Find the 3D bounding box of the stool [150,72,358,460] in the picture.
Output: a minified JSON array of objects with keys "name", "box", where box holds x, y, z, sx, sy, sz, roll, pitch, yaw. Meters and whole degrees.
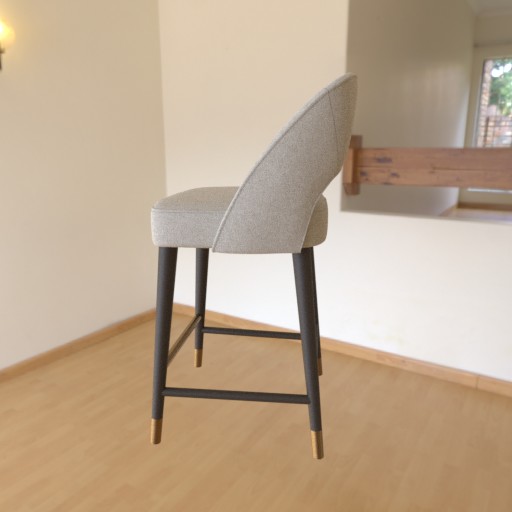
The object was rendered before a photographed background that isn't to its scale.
[{"name":"stool","box":[0.000,0.000,1.247,0.509,0.940,0.494,2,14,8]}]
